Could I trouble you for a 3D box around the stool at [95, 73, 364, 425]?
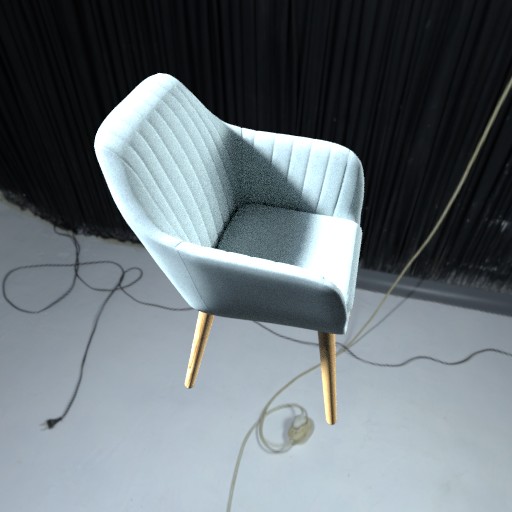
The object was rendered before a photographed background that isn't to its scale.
[{"bbox_3d":[0.000,0.000,1.196,0.590,0.830,0.503,10,46,10],"label":"stool"}]
